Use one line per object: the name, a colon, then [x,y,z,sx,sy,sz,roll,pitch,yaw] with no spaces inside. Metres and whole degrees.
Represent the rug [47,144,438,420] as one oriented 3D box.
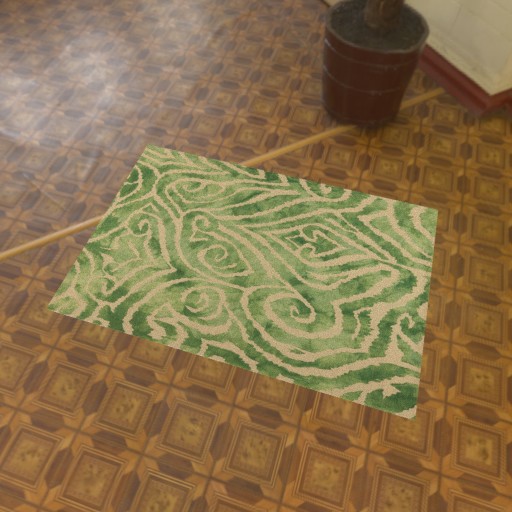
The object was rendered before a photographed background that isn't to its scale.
rug: [0.000,0.000,2.393,1.826,0.006,1.220,14,59,9]
